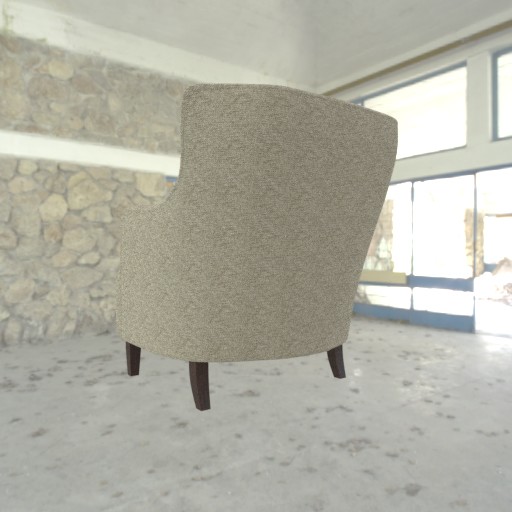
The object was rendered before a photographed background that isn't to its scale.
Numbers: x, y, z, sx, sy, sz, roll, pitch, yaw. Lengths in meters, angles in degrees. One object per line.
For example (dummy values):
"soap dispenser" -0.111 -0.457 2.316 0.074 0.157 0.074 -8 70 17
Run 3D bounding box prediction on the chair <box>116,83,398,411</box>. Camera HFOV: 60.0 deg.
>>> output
"chair" 0.000 0.000 1.638 0.820 0.920 0.910 0 0 -36
